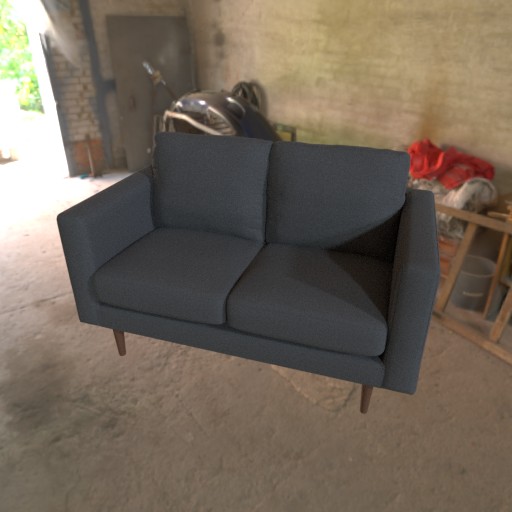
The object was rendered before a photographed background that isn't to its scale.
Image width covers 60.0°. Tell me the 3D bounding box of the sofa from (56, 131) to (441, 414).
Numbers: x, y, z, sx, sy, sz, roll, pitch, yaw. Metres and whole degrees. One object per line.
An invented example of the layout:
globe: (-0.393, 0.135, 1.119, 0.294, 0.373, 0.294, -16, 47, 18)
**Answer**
sofa: (0.000, 0.000, 1.951, 1.430, 0.908, 0.796, 9, 29, 16)
